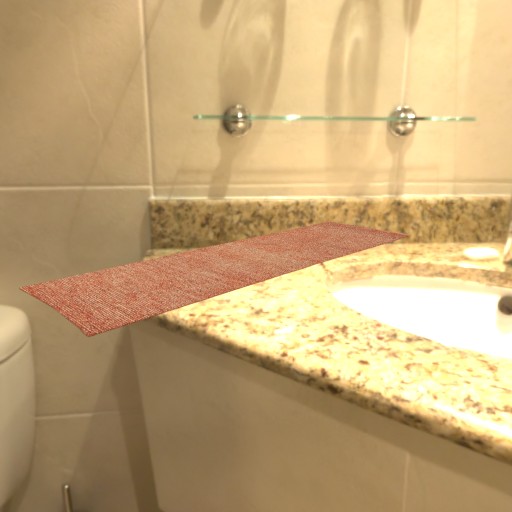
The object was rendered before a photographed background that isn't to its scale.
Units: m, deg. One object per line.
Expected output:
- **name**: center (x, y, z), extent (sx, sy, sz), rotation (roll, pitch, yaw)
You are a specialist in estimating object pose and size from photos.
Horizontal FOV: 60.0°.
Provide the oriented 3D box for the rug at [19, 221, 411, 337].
- **rug**: center (0.000, 0.000, 2.583), extent (2.353, 0.013, 0.718), rotation (-14, 21, -42)
